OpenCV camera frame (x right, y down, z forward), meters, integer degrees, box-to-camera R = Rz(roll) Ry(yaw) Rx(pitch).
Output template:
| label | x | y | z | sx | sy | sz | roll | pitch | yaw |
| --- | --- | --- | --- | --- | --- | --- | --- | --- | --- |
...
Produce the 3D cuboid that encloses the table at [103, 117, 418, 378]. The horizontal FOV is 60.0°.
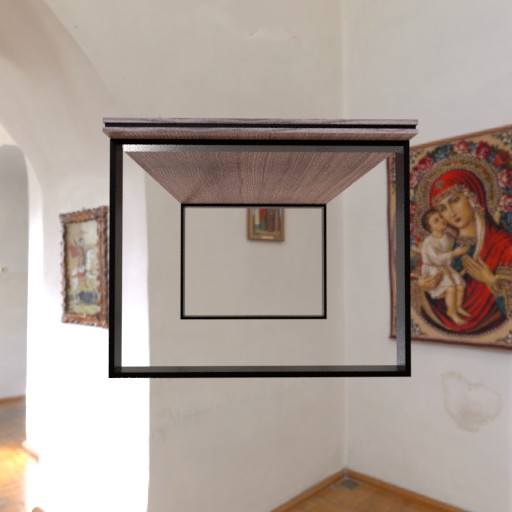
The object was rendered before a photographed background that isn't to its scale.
| label | x | y | z | sx | sy | sz | roll | pitch | yaw |
| --- | --- | --- | --- | --- | --- | --- | --- | --- | --- |
| table | 0.000 | 0.000 | 2.017 | 0.881 | 0.736 | 1.579 | 0 | -1 | -1 |
